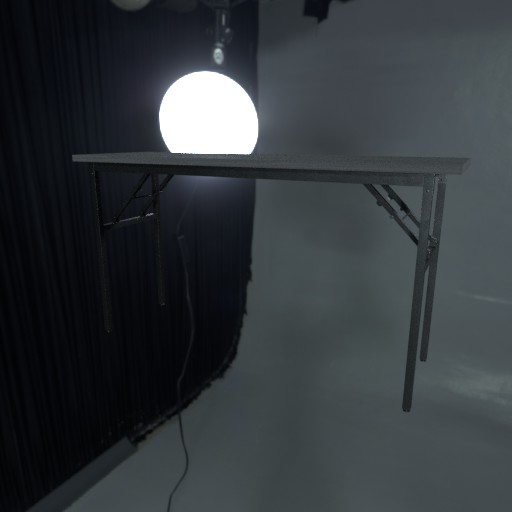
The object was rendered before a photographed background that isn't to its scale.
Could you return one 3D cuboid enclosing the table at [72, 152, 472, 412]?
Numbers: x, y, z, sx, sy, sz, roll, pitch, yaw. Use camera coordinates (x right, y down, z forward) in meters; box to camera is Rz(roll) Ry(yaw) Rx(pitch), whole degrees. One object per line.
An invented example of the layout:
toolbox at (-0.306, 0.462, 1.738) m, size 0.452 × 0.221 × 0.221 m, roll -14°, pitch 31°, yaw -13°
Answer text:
table at (0.000, 0.000, 1.707) m, size 1.399 × 0.750 × 0.449 m, roll 8°, pitch 17°, yaw 27°
